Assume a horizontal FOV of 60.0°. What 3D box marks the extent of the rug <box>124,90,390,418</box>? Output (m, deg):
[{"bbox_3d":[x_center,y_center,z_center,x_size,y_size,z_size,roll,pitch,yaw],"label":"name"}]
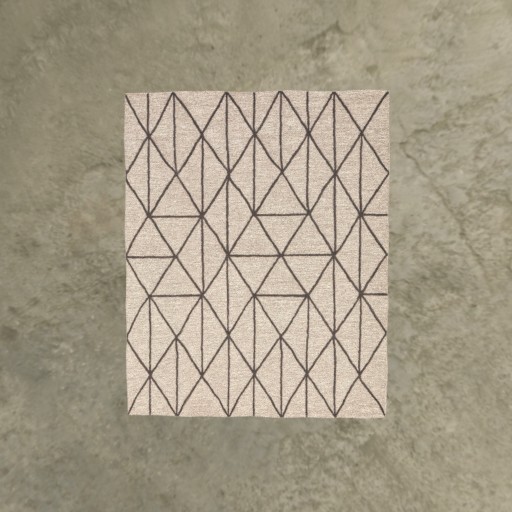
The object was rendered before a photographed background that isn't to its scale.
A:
[{"bbox_3d":[0.000,0.000,4.146,2.468,0.022,3.061,0,92,1],"label":"rug"}]
